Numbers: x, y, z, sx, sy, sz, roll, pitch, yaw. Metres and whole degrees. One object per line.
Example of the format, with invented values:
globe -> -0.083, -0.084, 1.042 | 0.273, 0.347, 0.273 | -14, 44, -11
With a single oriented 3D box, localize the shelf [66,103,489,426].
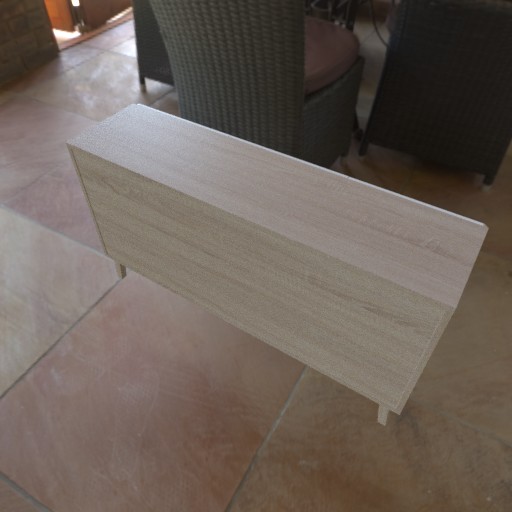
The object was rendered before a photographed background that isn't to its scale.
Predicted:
shelf -> 0.000, 0.000, 1.828 | 1.490, 0.780, 0.400 | 25, 51, 22
